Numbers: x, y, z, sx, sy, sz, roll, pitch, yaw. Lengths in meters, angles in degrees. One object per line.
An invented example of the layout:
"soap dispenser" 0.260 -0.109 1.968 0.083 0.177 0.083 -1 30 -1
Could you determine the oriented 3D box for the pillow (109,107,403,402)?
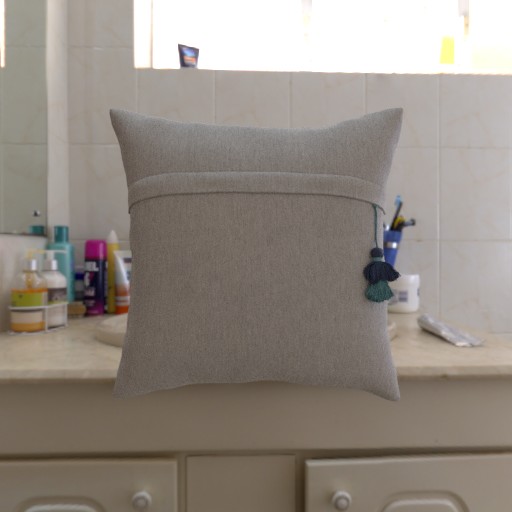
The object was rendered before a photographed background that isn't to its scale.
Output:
"pillow" 0.000 0.000 0.663 0.433 0.436 0.173 0 0 0
